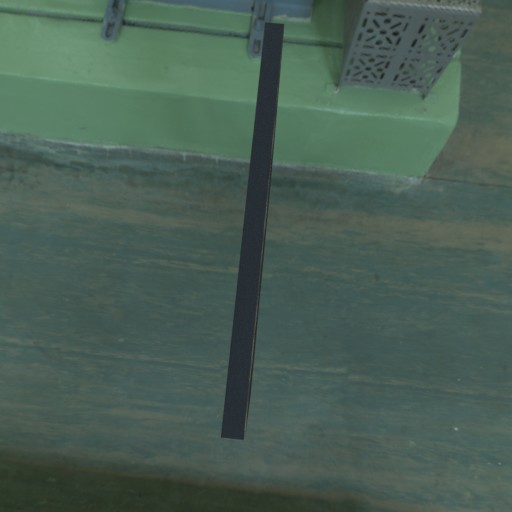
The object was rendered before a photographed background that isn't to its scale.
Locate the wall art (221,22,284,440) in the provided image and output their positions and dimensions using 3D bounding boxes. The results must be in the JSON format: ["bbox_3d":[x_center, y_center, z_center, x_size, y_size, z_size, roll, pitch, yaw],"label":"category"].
[{"bbox_3d":[0.000,0.000,1.150,0.038,0.762,0.762,5,78,1],"label":"wall art"}]
